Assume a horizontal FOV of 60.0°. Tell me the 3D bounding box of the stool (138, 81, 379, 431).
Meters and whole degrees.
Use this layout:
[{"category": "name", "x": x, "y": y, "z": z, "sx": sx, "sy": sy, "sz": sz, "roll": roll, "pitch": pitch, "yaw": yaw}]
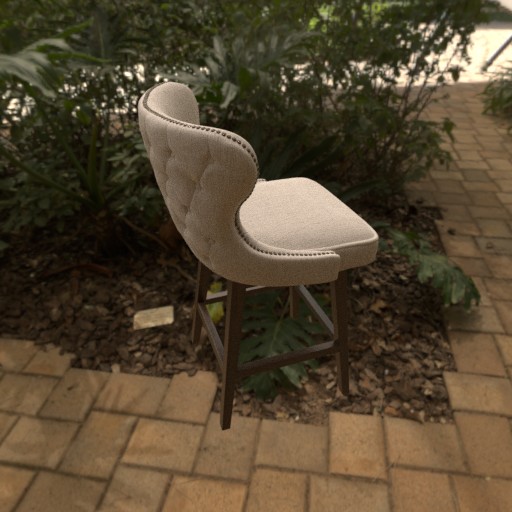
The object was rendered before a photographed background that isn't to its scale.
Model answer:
[{"category": "stool", "x": 0.000, "y": 0.000, "z": 1.389, "sx": 0.597, "sy": 0.972, "sz": 0.615, "roll": -11, "pitch": 34, "yaw": -17}]
